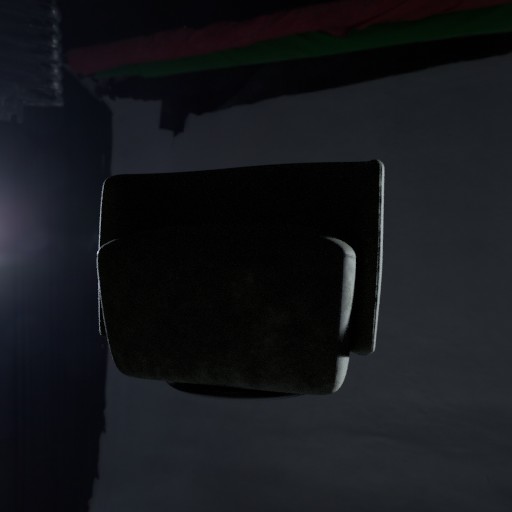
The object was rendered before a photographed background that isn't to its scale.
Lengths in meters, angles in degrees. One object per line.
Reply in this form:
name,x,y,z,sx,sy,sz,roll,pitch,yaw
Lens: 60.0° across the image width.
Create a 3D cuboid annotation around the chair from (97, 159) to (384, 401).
chair,0.000,0.000,1.382,0.773,0.698,0.767,0,1,17
